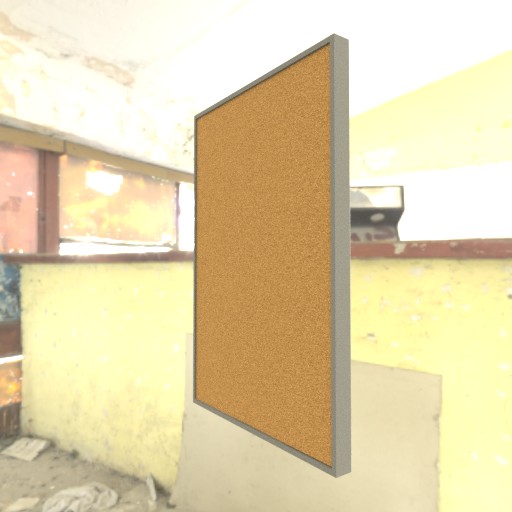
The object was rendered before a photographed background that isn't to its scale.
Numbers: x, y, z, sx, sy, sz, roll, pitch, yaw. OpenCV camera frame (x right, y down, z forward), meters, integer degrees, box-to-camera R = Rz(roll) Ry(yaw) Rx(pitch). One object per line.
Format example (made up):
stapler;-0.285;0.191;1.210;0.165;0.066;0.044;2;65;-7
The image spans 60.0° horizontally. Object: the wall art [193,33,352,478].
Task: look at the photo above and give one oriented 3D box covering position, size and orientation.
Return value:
wall art;0.000;0.000;0.967;0.039;0.753;0.511;1;-2;-36
